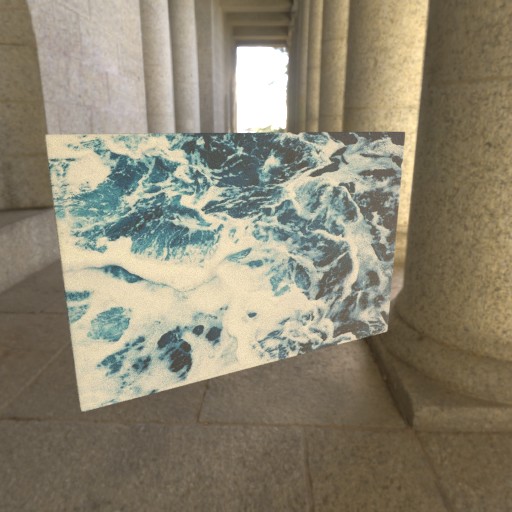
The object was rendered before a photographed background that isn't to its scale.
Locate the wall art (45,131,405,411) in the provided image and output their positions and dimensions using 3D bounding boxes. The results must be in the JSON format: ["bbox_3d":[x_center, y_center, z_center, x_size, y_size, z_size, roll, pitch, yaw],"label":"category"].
[{"bbox_3d":[0.000,0.000,1.139,0.915,0.610,0.042,-8,18,-26],"label":"wall art"}]
